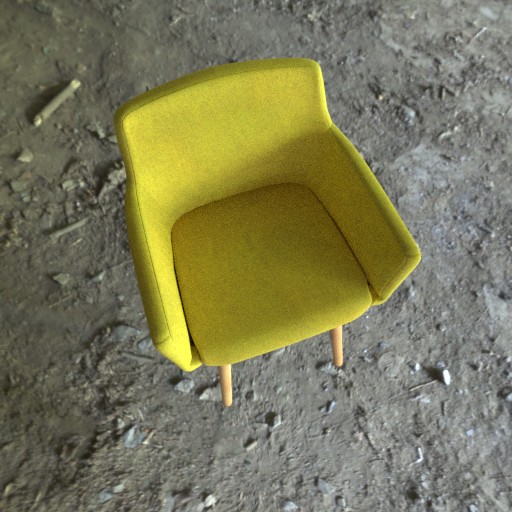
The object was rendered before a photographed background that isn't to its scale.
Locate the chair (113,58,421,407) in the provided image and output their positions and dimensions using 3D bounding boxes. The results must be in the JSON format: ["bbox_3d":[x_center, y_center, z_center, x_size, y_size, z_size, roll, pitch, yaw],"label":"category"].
[{"bbox_3d":[0.000,0.000,1.178,0.570,0.780,0.570,-18,65,-9],"label":"chair"}]
